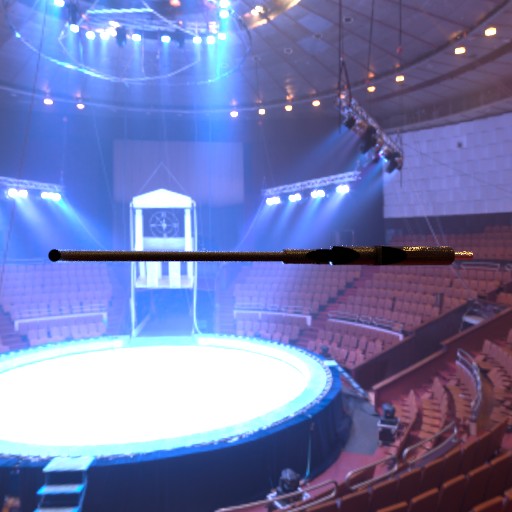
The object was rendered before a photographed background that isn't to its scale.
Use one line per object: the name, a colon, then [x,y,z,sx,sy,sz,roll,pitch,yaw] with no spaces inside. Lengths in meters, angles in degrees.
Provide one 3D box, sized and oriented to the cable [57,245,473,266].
cable: [0.000,0.000,0.110,0.098,0.005,0.041,0,-1,-18]
